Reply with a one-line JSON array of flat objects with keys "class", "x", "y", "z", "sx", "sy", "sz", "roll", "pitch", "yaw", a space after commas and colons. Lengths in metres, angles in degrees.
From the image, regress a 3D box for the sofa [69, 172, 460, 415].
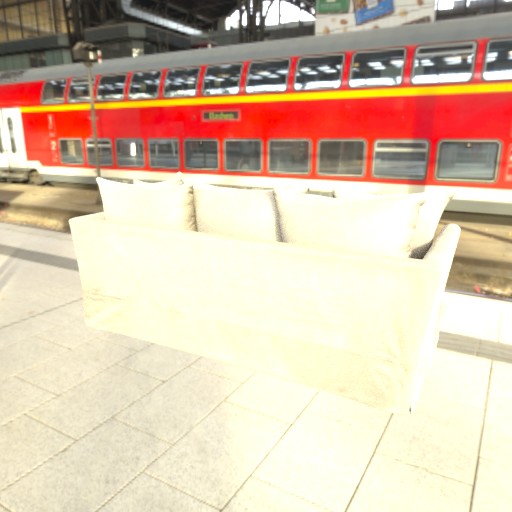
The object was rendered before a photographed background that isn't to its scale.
[{"class": "sofa", "x": 0.000, "y": 0.000, "z": 2.844, "sx": 2.290, "sy": 1.034, "sz": 1.031, "roll": 8, "pitch": 17, "yaw": 27}]
